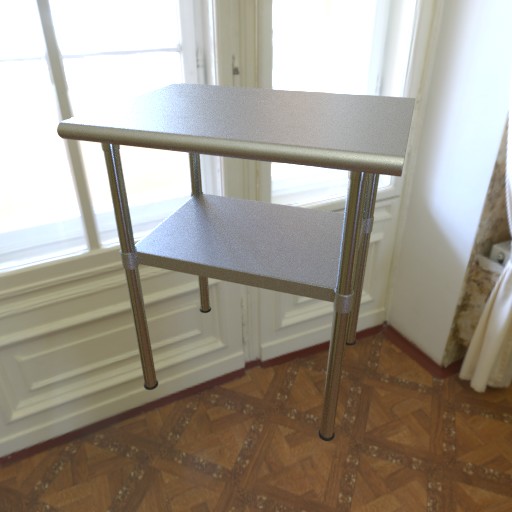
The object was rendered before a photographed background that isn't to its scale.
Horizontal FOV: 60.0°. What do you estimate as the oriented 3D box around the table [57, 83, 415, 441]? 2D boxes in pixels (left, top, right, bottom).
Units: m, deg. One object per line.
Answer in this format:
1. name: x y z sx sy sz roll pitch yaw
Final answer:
1. table: 0.000 0.000 1.358 0.762 0.876 0.584 10 32 16
